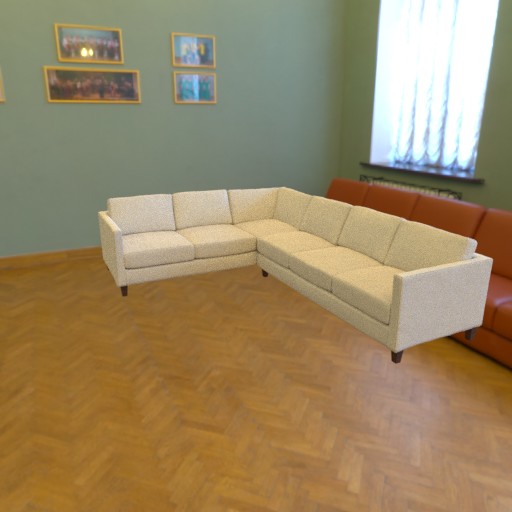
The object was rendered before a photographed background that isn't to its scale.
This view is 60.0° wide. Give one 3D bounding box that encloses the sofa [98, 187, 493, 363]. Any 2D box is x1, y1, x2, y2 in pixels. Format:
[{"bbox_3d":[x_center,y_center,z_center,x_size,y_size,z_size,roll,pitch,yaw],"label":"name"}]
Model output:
[{"bbox_3d":[0.000,0.000,4.241,2.432,0.863,3.182,-8,19,-25],"label":"sofa"}]
